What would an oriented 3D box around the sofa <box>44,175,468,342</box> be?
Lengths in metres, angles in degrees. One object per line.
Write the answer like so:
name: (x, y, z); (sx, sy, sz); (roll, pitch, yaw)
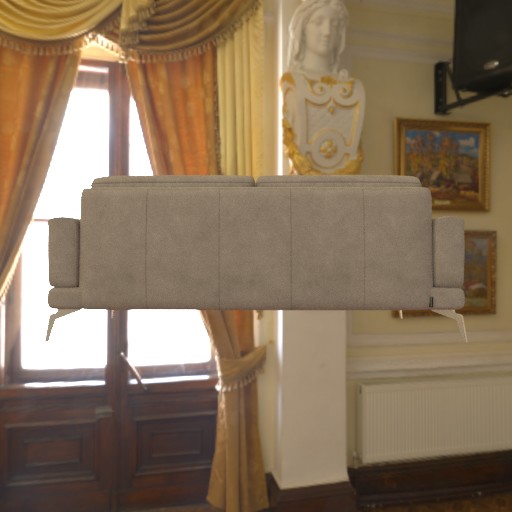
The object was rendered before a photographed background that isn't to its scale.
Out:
sofa: (0.000, 0.000, 2.555); (2.013, 0.830, 0.980); (0, -1, 0)
